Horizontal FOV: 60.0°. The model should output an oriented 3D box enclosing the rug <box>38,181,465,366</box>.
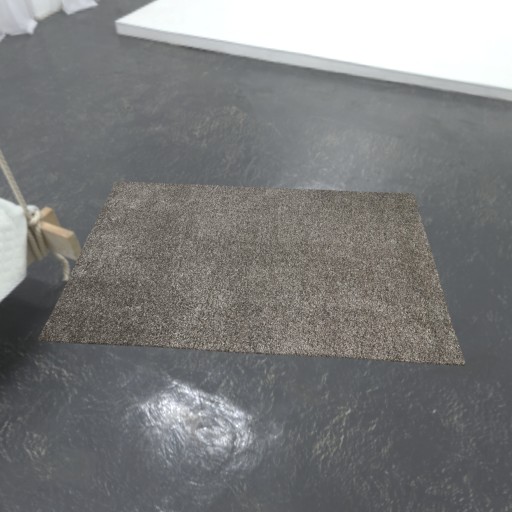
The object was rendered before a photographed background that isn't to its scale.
[{"bbox_3d":[0.000,0.000,2.958,2.352,0.025,1.501,3,45,3],"label":"rug"}]
